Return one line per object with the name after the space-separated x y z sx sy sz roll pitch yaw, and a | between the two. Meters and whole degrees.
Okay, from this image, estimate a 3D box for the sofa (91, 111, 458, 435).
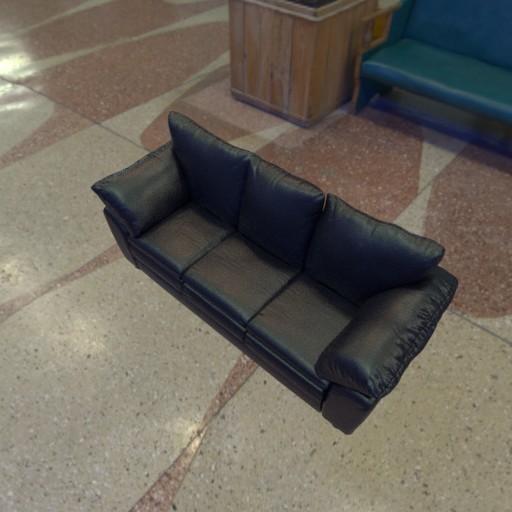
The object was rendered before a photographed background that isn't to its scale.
0.000 0.000 2.904 2.336 1.073 0.880 33 54 28 | sofa
